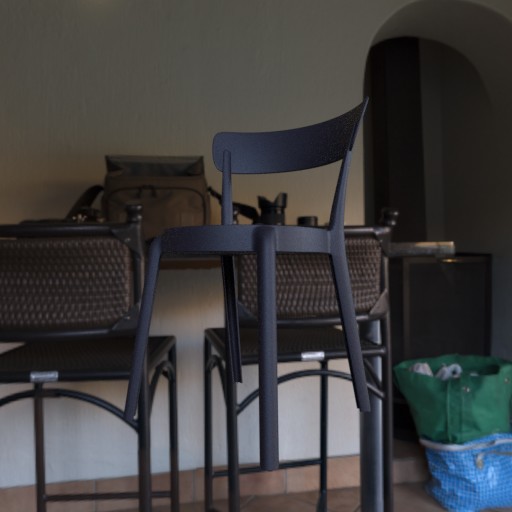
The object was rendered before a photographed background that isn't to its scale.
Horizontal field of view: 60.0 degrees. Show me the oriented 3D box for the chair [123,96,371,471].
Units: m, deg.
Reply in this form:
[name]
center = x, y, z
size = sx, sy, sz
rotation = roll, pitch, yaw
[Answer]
[chair]
center = 0.000, 0.000, 1.130
size = 0.506, 0.790, 0.491
rotation = -1, -1, 38
